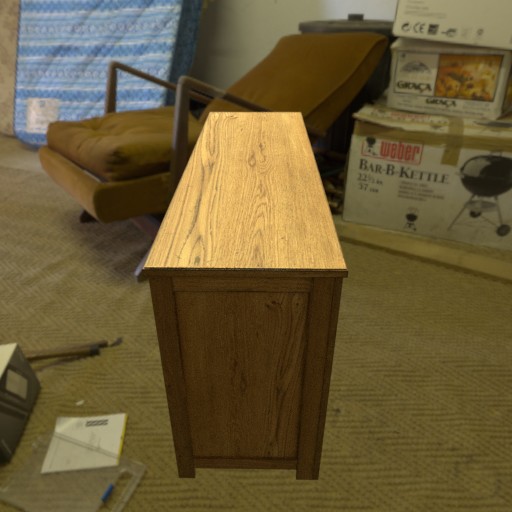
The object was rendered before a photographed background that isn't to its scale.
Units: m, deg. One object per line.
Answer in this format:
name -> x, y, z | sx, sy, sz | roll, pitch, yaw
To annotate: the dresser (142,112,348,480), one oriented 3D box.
dresser -> 0.000, 0.000, 2.083 | 0.563, 0.932, 1.657 | 0, 31, 1
